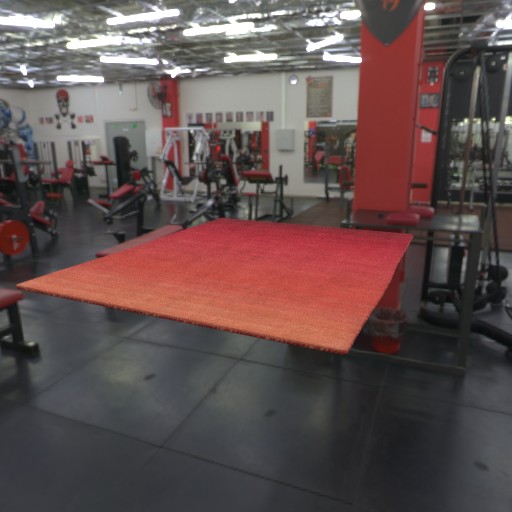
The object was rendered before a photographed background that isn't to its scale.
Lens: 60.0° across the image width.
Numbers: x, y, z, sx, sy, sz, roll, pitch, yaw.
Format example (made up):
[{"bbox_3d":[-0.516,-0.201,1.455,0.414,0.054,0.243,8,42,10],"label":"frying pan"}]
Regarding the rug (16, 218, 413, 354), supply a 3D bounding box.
[{"bbox_3d":[0.000,0.000,3.856,2.340,0.028,2.905,7,17,24],"label":"rug"}]
